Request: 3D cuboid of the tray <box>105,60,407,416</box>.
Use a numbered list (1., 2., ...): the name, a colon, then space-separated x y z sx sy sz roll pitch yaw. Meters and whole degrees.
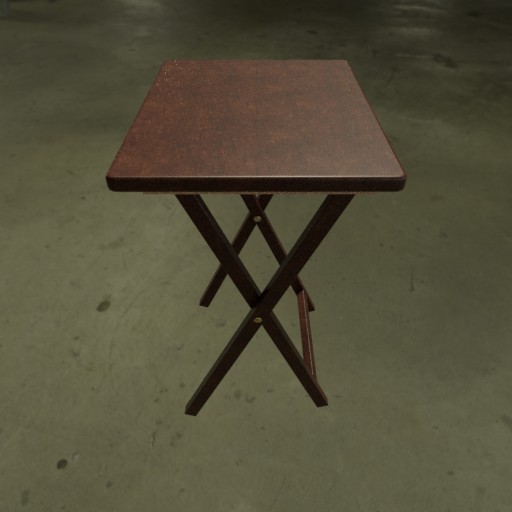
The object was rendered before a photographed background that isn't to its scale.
1. tray: 0.000 0.000 0.948 0.381 0.660 0.483 0 40 0
